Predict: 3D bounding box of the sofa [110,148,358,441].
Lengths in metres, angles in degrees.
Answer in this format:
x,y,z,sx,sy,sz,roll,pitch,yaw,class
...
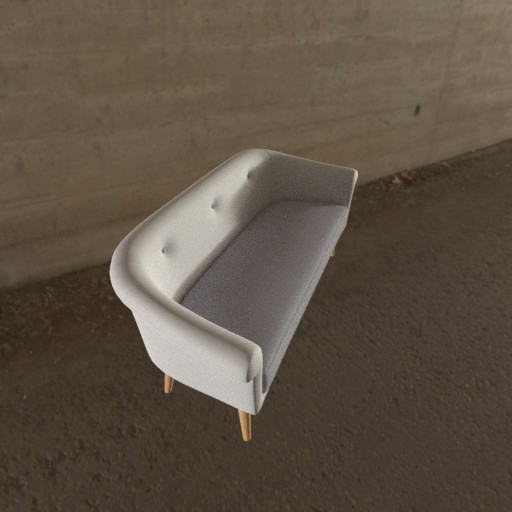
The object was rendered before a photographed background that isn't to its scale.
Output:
x,y,z,sx,sy,sz,roll,pitch,yaw,class
0.000,0.000,2.609,0.827,0.795,2.160,11,32,18,sofa
